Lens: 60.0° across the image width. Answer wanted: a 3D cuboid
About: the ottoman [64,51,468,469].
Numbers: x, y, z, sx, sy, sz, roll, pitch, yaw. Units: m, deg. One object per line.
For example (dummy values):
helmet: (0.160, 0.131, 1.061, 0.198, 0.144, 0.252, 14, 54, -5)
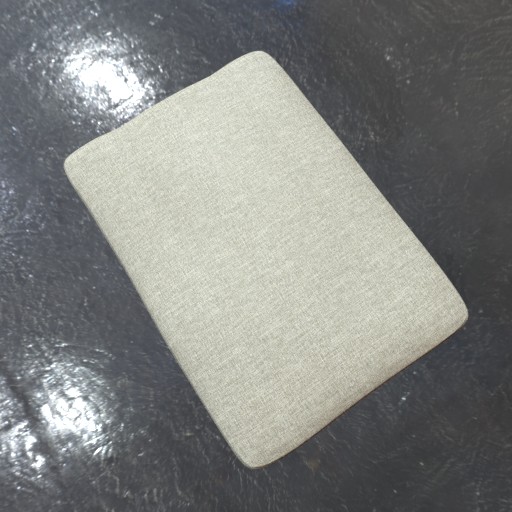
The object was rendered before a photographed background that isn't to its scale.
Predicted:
ottoman: (0.000, 0.000, 1.223, 0.639, 0.494, 0.873, -33, 78, -8)
